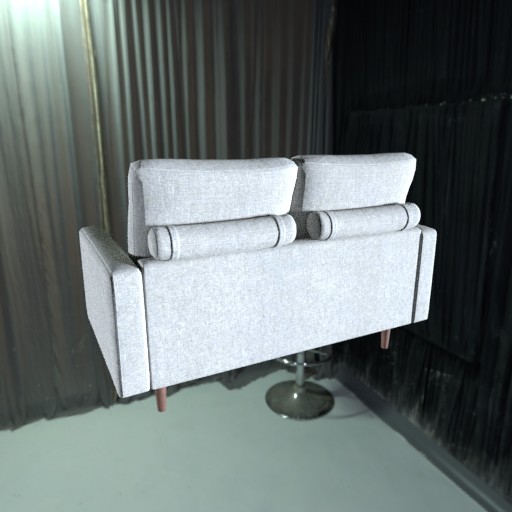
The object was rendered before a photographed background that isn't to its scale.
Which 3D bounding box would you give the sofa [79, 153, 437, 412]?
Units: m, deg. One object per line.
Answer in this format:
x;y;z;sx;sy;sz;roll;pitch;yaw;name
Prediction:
0.000;0.000;2.001;1.407;0.907;0.842;-8;17;-26;sofa
